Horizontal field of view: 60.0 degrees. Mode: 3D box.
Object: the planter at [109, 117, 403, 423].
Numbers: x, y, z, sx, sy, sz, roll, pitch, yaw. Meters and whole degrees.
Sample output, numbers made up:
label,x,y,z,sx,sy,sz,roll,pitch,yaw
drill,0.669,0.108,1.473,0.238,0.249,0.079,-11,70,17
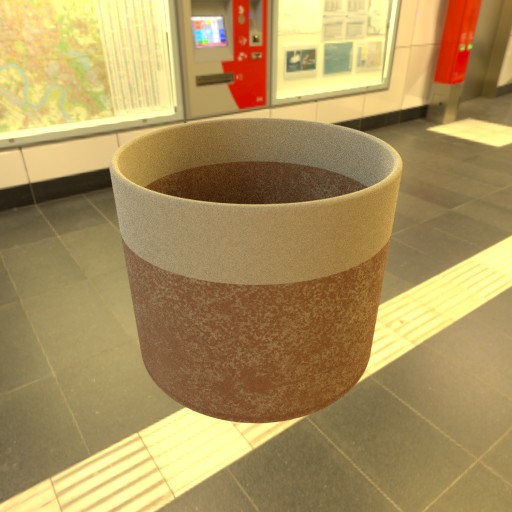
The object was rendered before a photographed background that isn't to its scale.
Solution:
label,x,y,z,sx,sy,sz,roll,pitch,yaw
planter,0.000,0.000,0.283,0.159,0.138,0.159,0,30,0
